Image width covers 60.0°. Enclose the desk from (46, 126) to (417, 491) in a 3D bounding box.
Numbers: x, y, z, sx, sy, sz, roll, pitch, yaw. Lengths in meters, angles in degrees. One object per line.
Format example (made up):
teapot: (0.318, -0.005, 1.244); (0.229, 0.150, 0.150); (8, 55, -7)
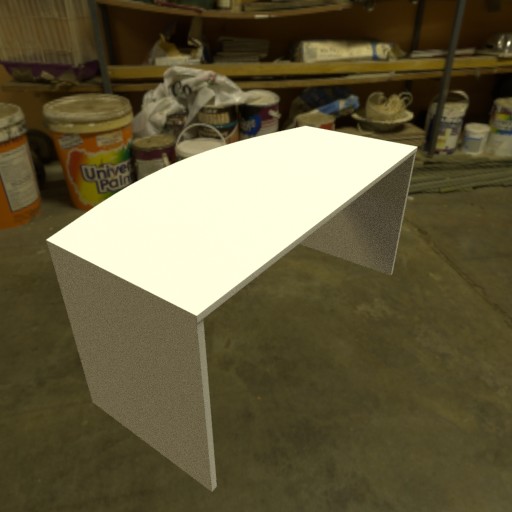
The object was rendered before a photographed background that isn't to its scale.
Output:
desk: (0.000, 0.000, 2.022); (0.802, 0.750, 1.600); (21, 37, 30)
